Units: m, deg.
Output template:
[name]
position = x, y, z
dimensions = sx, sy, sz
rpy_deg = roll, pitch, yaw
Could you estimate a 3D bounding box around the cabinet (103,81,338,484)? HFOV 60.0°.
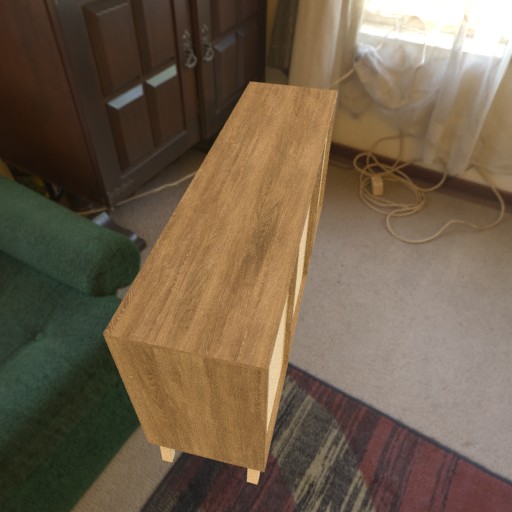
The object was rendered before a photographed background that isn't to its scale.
[cabinet]
position = 0.000, 0.000, 1.997
dimensions = 0.450, 0.870, 1.600
rpy_deg = 10, 46, 10
